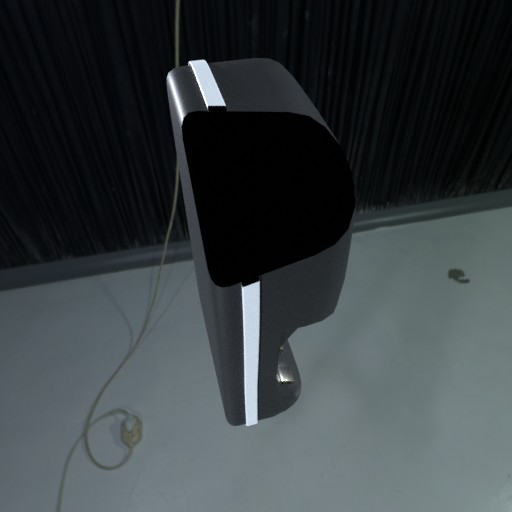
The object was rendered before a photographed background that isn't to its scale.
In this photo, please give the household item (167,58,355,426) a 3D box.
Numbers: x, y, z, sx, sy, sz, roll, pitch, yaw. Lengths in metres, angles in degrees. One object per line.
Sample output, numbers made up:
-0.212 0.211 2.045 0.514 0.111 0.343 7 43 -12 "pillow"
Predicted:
0.000 0.000 0.146 0.038 0.114 0.070 -11 48 -10 "household item"
